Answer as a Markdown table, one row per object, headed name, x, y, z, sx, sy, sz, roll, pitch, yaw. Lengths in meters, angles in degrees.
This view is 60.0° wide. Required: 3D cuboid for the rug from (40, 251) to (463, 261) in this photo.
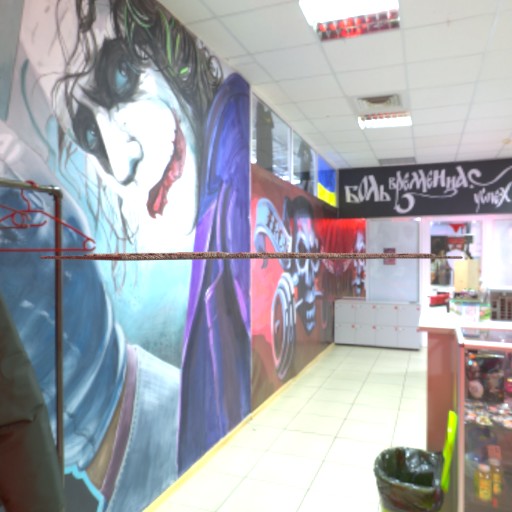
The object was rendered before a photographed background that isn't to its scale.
| name | x | y | z | sx | sy | sz | roll | pitch | yaw |
| --- | --- | --- | --- | --- | --- | --- | --- | --- | --- |
| rug | 0.000 | 0.000 | 2.290 | 1.823 | 0.030 | 1.222 | 0 | 0 | -36 |
